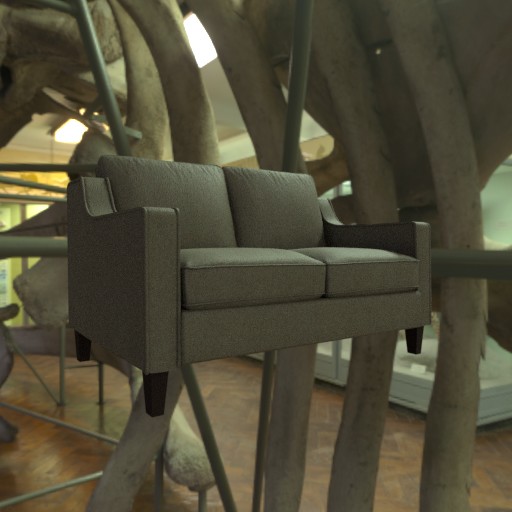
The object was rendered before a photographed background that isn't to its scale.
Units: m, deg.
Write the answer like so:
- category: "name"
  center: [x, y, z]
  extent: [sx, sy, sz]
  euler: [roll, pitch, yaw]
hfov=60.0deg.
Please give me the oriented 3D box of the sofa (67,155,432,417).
- category: "sofa"
  center: [0.000, 0.000, 2.139]
  extent: [1.503, 0.981, 0.985]
  euler: [-1, 1, -36]
